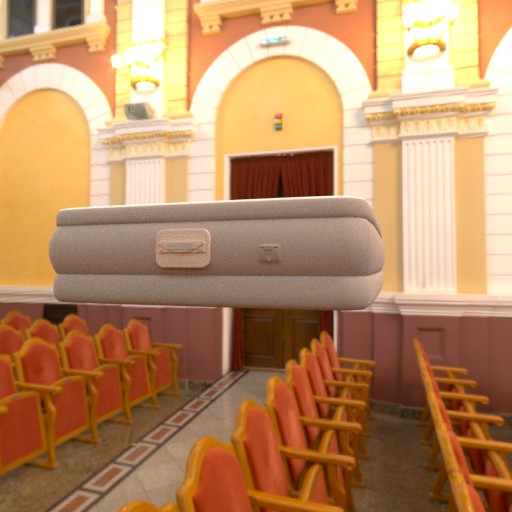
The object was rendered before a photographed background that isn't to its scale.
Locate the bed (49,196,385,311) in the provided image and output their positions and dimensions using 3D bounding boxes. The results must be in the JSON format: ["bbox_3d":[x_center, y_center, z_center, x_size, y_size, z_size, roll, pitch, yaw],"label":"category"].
[{"bbox_3d":[0.000,0.000,2.745,1.520,0.460,2.036,0,-1,17],"label":"bed"}]
